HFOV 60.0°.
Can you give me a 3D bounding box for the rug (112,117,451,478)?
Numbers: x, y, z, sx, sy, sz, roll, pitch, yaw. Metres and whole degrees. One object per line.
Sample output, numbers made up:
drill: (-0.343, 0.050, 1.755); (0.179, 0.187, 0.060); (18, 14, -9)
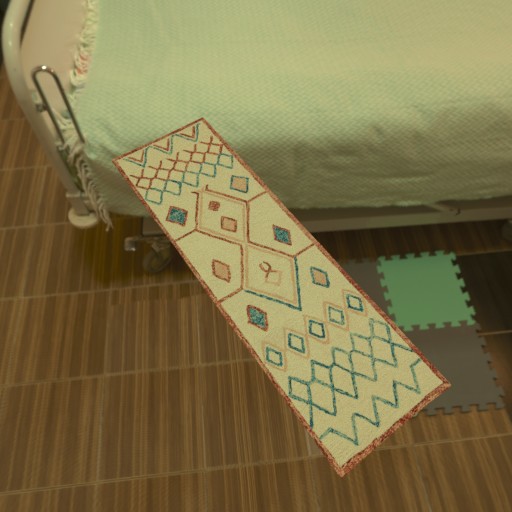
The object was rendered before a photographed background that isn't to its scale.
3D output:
rug: (0.000, 0.000, 2.687); (0.750, 0.011, 2.435); (-31, 64, -17)
